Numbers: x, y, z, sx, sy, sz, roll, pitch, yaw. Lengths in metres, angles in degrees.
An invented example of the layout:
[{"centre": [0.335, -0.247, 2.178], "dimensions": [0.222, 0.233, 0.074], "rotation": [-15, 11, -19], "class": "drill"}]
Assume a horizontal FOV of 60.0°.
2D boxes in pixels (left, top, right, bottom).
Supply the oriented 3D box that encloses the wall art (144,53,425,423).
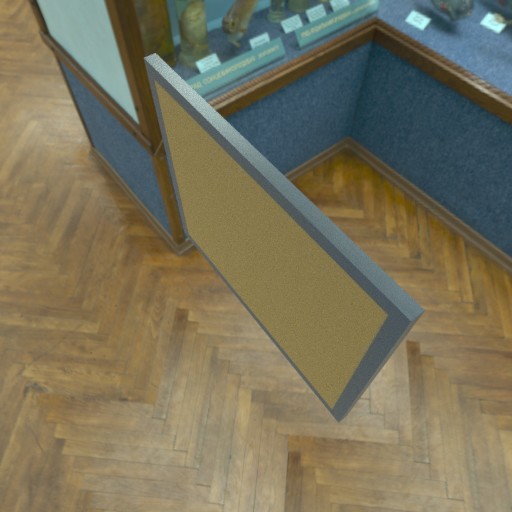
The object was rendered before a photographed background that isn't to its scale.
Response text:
[{"centre": [0.000, 0.000, 0.917], "dimensions": [0.026, 0.558, 0.660], "rotation": [-32, 63, -19], "class": "wall art"}]
